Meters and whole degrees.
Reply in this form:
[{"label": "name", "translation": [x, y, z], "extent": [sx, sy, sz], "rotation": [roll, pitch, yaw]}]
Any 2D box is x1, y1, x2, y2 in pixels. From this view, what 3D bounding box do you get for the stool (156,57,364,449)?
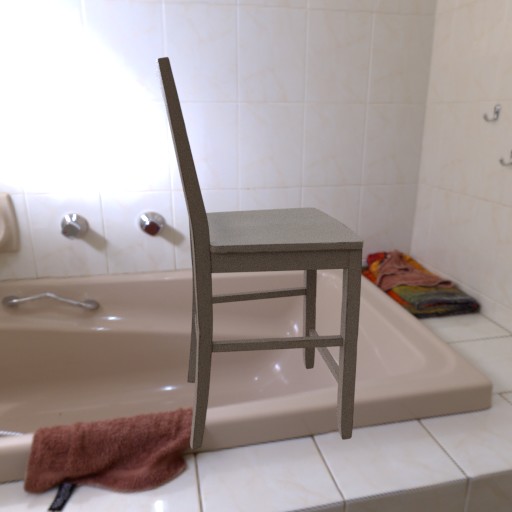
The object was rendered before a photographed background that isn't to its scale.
[{"label": "stool", "translation": [0.000, 0.000, 1.378], "extent": [0.539, 1.079, 0.462], "rotation": [-3, 18, -9]}]
